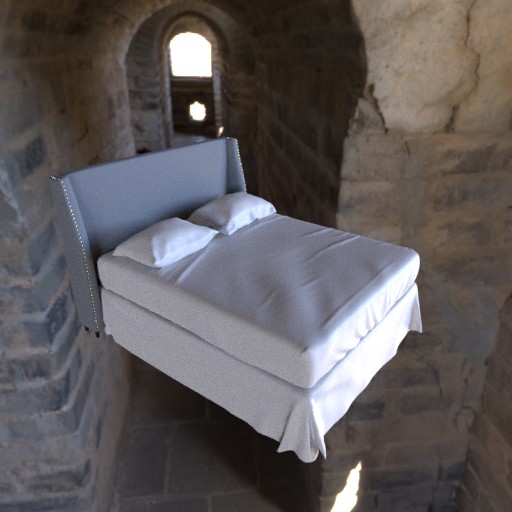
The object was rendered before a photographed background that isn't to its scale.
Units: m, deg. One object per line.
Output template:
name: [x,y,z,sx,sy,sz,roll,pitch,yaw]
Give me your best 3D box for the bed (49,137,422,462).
bed: [0.000,0.000,3.445,2.276,1.332,1.925,19,31,34]
